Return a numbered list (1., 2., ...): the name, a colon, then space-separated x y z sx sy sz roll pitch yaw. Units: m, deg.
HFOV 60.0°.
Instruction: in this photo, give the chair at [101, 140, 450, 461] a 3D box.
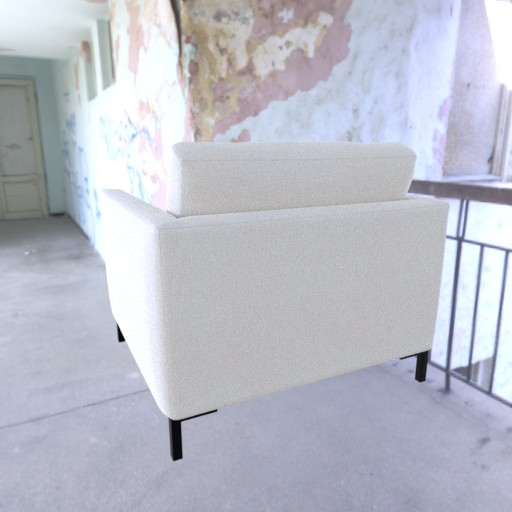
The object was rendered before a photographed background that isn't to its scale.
1. chair: 0.000 0.000 1.604 0.964 0.806 0.875 -7 16 -26
